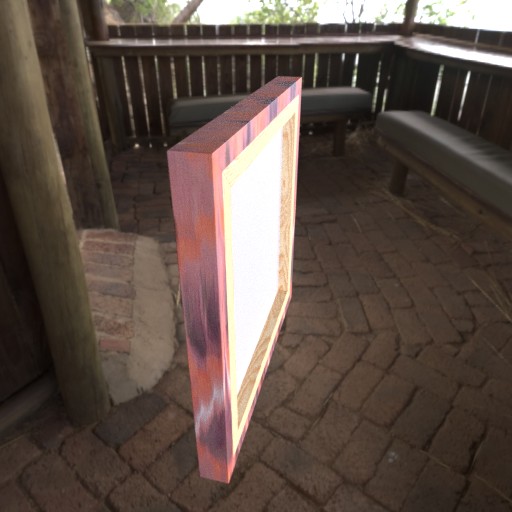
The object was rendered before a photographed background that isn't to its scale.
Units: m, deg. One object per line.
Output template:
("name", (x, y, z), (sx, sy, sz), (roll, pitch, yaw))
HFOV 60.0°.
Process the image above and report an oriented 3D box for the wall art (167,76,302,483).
("wall art", (0.000, 0.000, 0.607), (0.038, 0.406, 0.403), (7, 31, 13))
